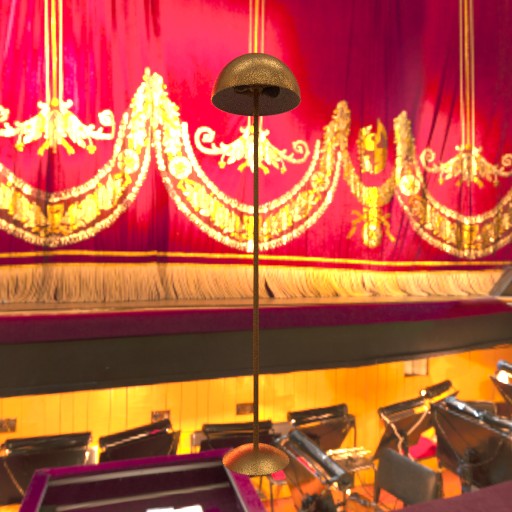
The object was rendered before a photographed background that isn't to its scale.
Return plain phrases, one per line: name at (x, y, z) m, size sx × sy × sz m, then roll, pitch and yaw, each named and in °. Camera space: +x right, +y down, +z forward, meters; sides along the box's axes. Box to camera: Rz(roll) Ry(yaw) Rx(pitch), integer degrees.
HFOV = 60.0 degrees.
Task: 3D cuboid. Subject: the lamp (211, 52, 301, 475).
lamp at (0.000, 0.000, 1.621) m, size 0.328 × 1.480 × 0.328 m, roll 0°, pitch -1°, yaw -19°
